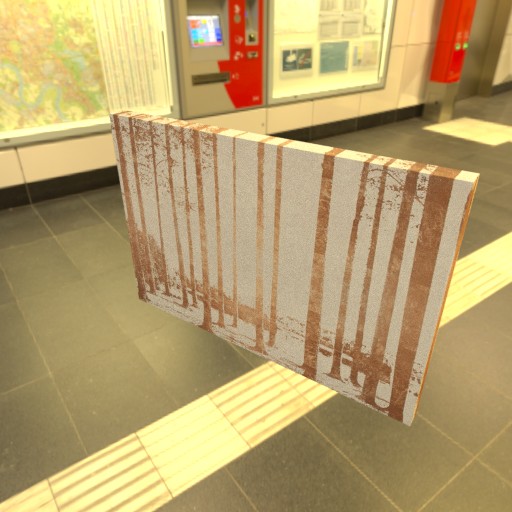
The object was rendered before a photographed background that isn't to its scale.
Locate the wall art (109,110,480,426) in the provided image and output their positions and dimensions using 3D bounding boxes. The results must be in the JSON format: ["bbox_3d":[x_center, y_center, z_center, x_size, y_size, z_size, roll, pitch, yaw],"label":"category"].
[{"bbox_3d":[0.000,0.000,0.755,0.609,0.405,0.035,19,35,29],"label":"wall art"}]
